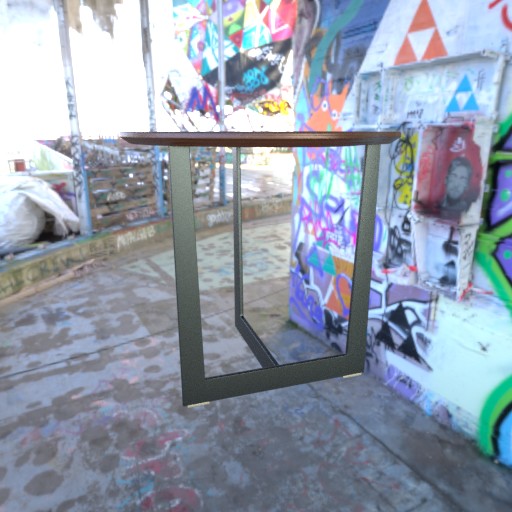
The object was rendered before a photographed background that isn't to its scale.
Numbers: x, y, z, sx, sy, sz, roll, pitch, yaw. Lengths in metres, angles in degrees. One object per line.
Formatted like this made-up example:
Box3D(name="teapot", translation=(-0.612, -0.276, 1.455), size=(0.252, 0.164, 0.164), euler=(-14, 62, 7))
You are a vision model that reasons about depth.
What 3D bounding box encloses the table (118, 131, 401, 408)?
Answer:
Box3D(name="table", translation=(0.000, 0.000, 0.882), size=(0.477, 0.476, 0.494), euler=(-9, 18, -28))
